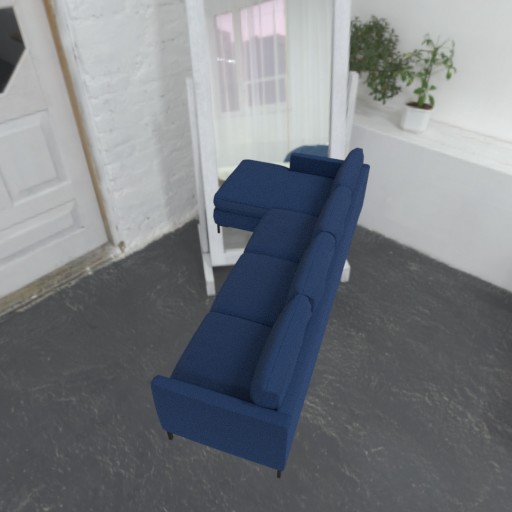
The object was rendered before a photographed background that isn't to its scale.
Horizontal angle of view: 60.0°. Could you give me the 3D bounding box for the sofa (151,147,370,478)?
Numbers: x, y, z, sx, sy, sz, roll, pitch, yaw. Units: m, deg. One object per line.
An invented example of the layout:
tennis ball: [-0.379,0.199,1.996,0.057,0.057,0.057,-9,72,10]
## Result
sofa: [0.000,0.000,2.961,1.128,0.679,2.450,13,42,15]
